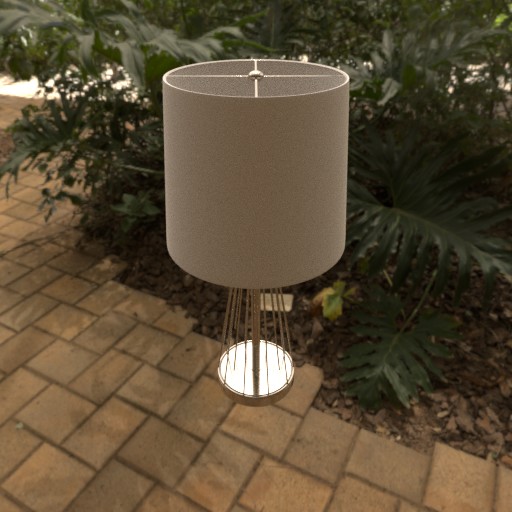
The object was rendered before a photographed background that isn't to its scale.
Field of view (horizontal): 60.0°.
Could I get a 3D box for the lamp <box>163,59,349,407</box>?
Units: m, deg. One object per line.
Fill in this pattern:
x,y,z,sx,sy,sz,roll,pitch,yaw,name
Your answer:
0.000,0.000,0.788,0.303,0.618,0.303,0,33,0,lamp
